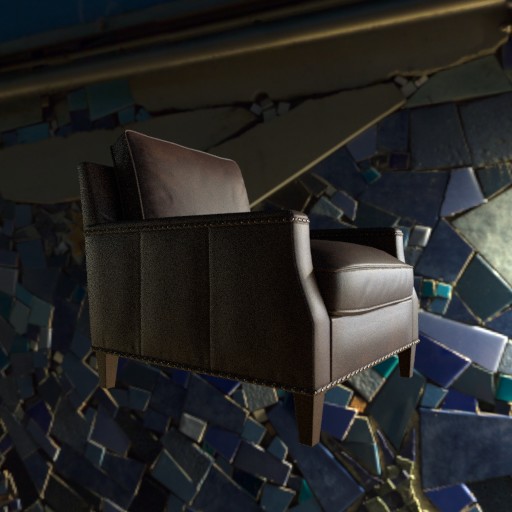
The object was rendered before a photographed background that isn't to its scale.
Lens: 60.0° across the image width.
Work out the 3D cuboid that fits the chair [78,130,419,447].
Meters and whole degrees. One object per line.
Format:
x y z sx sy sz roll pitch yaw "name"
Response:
0.000 0.000 1.662 1.014 0.929 0.853 0 -1 36 "chair"
